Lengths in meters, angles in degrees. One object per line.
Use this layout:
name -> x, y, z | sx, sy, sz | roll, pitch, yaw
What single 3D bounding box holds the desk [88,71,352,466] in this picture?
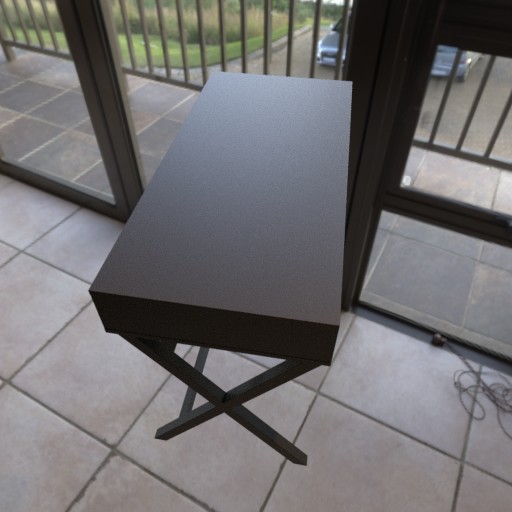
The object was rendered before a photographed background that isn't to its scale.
desk -> 0.000, 0.000, 1.506 | 0.504, 0.780, 1.057 | 7, 46, 7
